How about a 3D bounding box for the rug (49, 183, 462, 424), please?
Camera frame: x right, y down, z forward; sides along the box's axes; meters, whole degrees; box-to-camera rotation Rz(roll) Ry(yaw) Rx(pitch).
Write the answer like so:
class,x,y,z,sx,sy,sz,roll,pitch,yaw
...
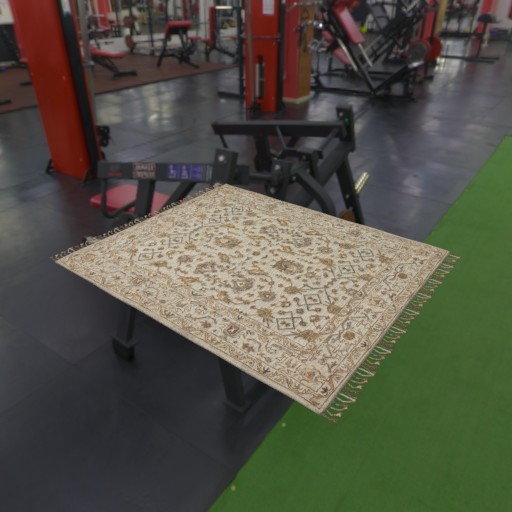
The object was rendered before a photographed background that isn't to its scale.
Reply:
class,x,y,z,sx,sy,sz,roll,pitch,yaw
rug,0.000,0.000,4.167,3.061,0.034,2.426,22,37,32
